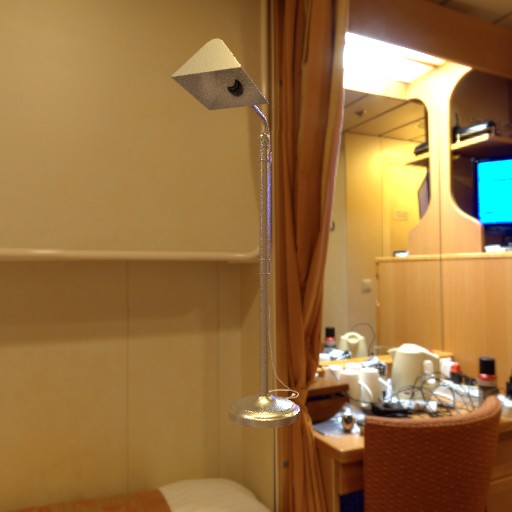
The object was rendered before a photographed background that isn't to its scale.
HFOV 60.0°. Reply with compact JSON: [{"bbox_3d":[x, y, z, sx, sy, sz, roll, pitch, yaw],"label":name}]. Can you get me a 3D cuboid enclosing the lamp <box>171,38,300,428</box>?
[{"bbox_3d":[0.000,0.000,0.944,0.159,0.708,0.546,-1,-2,18],"label":"lamp"}]
